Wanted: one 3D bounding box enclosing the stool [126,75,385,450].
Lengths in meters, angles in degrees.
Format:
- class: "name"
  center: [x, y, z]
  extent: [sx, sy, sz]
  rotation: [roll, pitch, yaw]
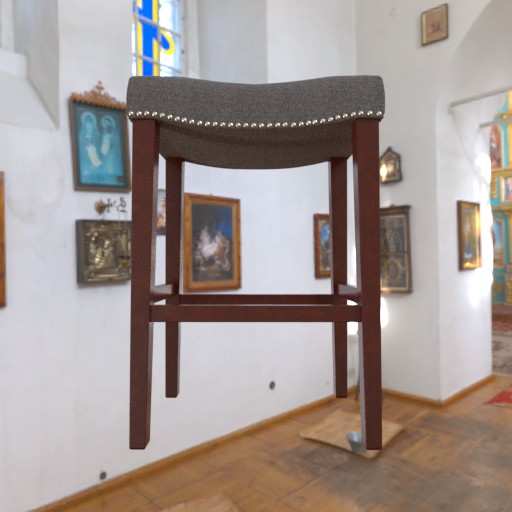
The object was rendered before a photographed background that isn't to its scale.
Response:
- class: "stool"
  center: [0.000, 0.000, 1.026]
  extent: [0.504, 0.742, 0.372]
  rotation: [0, -1, 0]
